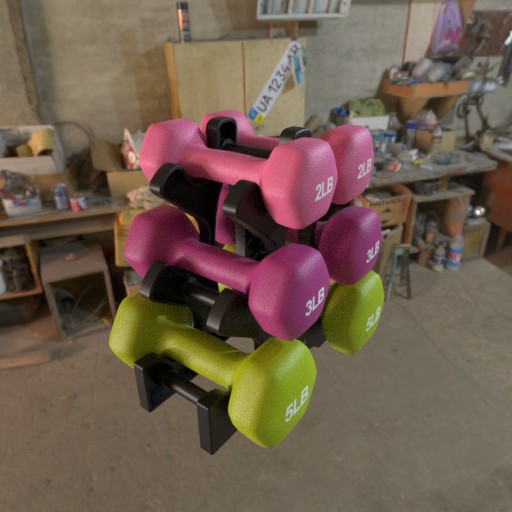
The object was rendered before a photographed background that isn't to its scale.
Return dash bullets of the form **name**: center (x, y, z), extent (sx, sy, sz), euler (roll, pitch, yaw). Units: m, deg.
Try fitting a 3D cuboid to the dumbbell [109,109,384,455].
- **dumbbell**: center (0.000, 0.000, 0.445), extent (0.203, 0.261, 0.257), euler (19, 32, 32)
